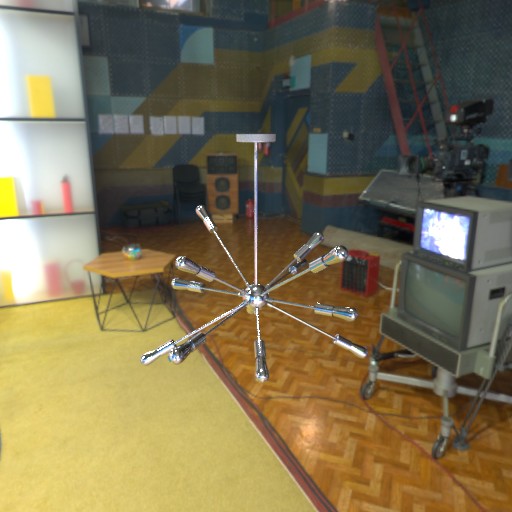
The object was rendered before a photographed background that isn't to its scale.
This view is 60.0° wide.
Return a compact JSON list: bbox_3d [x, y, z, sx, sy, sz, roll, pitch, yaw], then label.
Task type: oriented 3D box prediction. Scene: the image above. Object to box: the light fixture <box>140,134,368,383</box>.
[{"bbox_3d":[0.000,0.000,1.054,0.509,0.558,0.684,8,17,25],"label":"light fixture"}]
